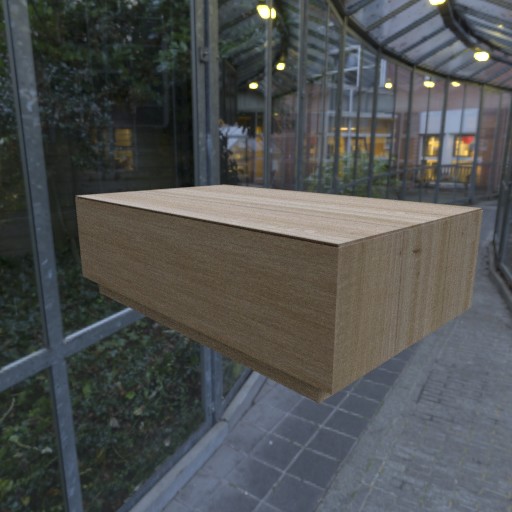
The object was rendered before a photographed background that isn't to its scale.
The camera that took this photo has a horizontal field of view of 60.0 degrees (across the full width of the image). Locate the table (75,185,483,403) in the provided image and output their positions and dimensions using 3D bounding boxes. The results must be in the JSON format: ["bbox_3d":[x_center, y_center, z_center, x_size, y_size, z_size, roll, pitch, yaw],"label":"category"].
[{"bbox_3d":[0.000,0.000,1.428,0.678,0.353,1.110,-13,19,-43],"label":"table"}]
